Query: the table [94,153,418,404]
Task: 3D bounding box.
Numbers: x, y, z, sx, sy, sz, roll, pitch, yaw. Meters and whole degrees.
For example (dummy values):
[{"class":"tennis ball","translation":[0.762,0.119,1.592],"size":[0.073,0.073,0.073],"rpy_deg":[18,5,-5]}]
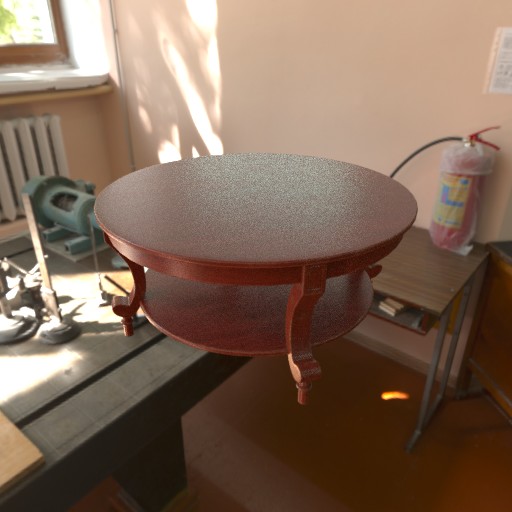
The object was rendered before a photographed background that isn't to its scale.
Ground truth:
[{"class":"table","translation":[0.000,0.000,1.580],"size":[1.029,0.486,1.029],"rpy_deg":[0,27,0]}]
